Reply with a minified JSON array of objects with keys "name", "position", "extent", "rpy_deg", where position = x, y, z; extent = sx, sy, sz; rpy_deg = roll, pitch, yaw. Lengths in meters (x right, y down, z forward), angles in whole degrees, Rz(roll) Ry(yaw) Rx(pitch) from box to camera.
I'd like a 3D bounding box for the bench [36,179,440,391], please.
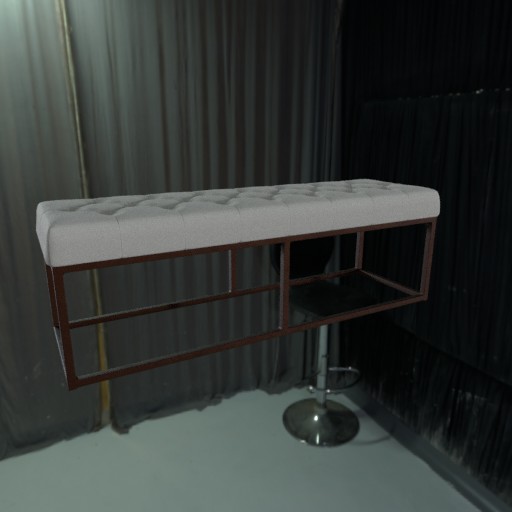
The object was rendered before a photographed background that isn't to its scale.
[{"name":"bench","position":[0.000,0.000,1.723],"extent":[1.488,0.488,0.479],"rpy_deg":[-9,18,-27]}]
